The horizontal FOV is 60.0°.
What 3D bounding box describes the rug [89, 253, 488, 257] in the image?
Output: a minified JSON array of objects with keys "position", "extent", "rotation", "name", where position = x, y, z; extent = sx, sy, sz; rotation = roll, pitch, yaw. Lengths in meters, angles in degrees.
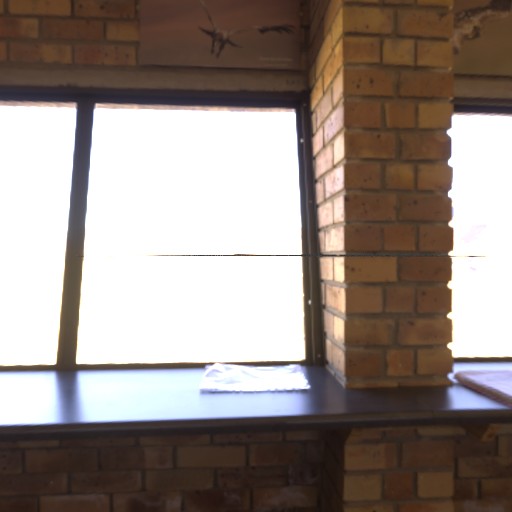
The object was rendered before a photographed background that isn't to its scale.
[{"position":[0.000,0.000,3.822],"extent":[2.277,0.020,2.867],"rotation":[0,0,-36],"name":"rug"}]
